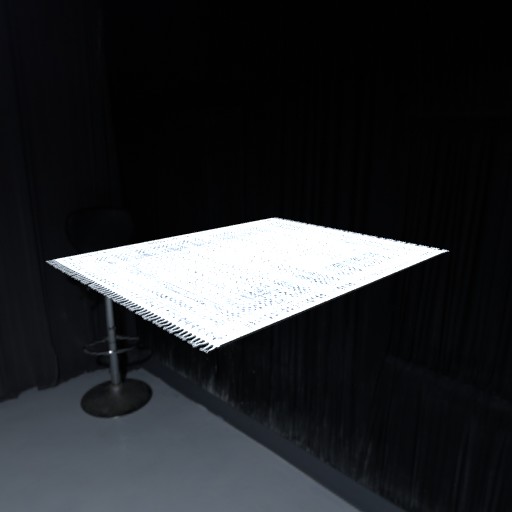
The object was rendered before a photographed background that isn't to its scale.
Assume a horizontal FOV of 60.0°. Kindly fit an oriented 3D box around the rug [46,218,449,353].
[{"bbox_3d":[0.000,0.000,4.062,2.940,0.013,2.312,-15,21,-42],"label":"rug"}]
